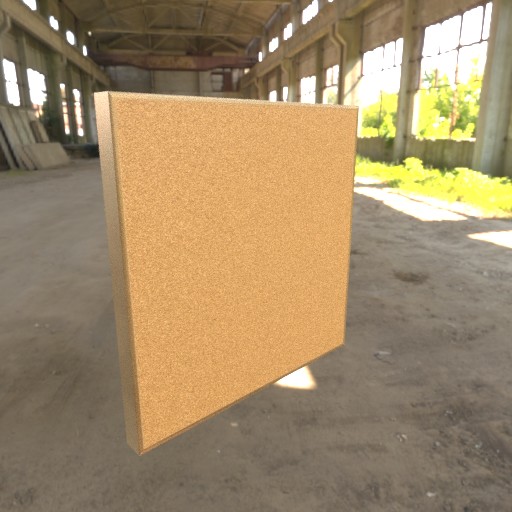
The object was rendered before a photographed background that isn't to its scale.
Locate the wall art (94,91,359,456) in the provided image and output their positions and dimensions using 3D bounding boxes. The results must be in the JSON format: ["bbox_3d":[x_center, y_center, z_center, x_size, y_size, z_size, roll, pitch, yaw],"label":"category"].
[{"bbox_3d":[0.000,0.000,0.771,0.513,0.511,0.038,-15,22,-41],"label":"wall art"}]
